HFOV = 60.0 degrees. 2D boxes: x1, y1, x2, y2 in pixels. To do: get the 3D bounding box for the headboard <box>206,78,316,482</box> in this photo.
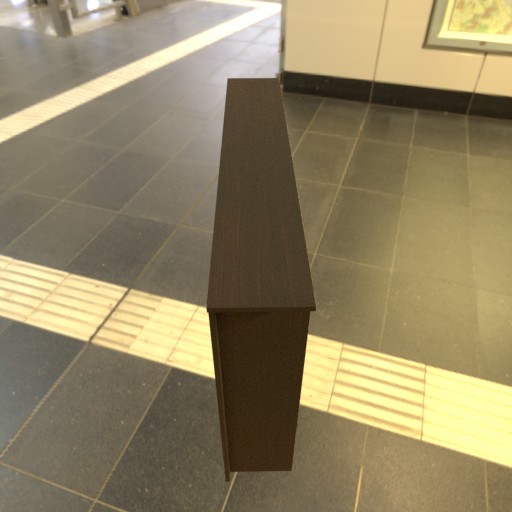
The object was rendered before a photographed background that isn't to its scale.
[{"bbox_3d":[0.000,0.000,2.110,0.279,1.092,1.671,-1,41,-1],"label":"headboard"}]
